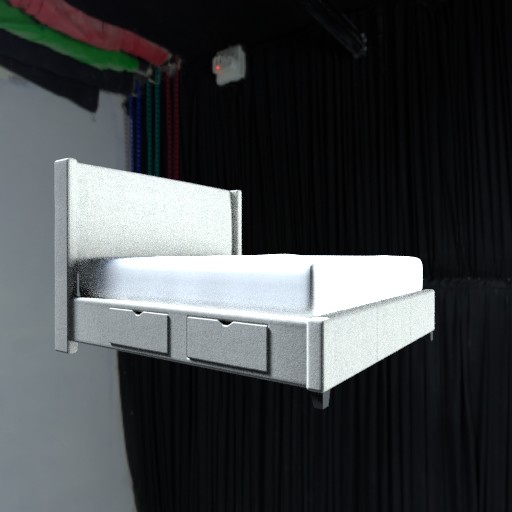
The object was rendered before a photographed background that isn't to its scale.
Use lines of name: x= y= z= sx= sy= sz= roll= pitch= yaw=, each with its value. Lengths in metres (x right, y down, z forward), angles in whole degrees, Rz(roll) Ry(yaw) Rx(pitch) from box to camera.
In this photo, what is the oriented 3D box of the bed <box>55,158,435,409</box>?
bed: x=0.000 y=0.000 z=3.611 sx=2.280 sy=1.470 sz=2.140 roll=0 pitch=0 yaw=35
